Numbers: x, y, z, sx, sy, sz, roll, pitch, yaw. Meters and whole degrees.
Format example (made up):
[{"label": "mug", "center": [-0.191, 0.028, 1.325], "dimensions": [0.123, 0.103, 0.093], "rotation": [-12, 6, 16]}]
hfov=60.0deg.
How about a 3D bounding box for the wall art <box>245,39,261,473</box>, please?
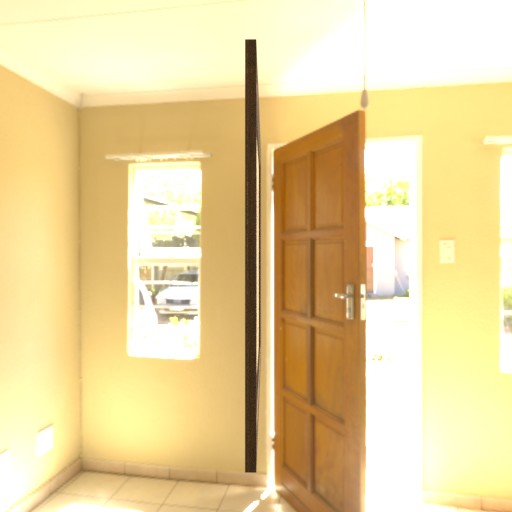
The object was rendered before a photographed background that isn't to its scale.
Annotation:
[{"label": "wall art", "center": [0.000, 0.000, 1.411], "dimensions": [0.023, 0.875, 1.033], "rotation": [0, 0, 1]}]
